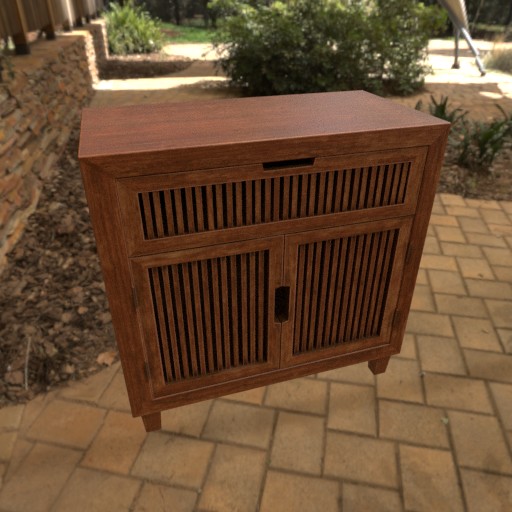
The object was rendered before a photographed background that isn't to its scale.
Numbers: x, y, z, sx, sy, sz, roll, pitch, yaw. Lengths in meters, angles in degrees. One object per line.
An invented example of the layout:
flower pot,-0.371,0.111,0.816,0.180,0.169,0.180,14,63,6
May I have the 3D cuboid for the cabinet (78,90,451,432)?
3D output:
cabinet,0.000,0.000,1.260,0.796,0.785,0.412,-9,32,-15
